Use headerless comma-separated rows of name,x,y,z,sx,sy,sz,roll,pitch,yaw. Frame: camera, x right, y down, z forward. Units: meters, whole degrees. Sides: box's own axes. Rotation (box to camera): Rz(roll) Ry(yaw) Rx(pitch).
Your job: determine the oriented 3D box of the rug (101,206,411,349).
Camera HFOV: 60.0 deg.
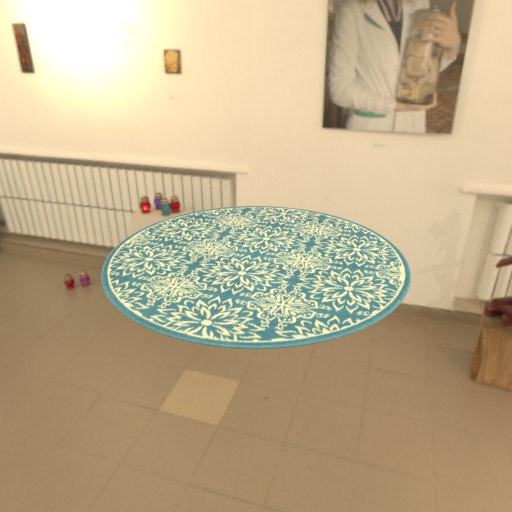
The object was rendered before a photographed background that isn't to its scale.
rug,0.000,0.000,2.387,1.593,0.012,1.593,0,26,0
